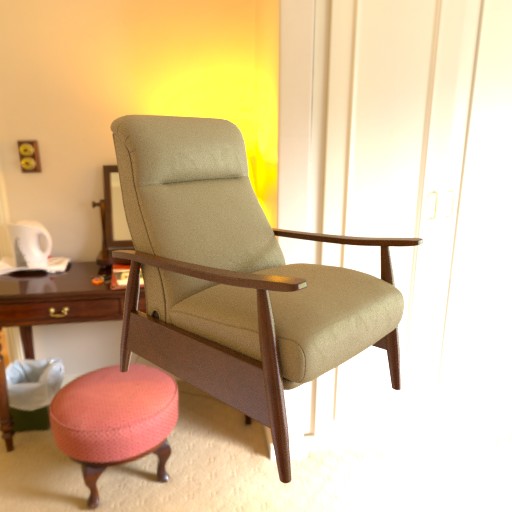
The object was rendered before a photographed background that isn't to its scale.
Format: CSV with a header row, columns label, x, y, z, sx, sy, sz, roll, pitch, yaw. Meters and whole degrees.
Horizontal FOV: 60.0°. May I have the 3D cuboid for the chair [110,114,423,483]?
label,x,y,z,sx,sy,sz,roll,pitch,yaw
chair,0.000,0.000,1.747,1.014,1.082,0.762,14,20,42
